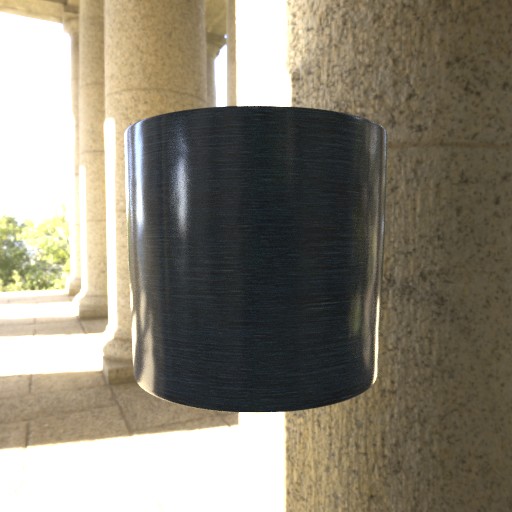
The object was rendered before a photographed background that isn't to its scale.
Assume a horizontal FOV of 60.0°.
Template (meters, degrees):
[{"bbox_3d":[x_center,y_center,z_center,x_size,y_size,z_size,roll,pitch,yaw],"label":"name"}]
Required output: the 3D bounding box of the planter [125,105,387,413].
[{"bbox_3d":[0.000,0.000,0.394,0.221,0.201,0.221,0,3,0],"label":"planter"}]
